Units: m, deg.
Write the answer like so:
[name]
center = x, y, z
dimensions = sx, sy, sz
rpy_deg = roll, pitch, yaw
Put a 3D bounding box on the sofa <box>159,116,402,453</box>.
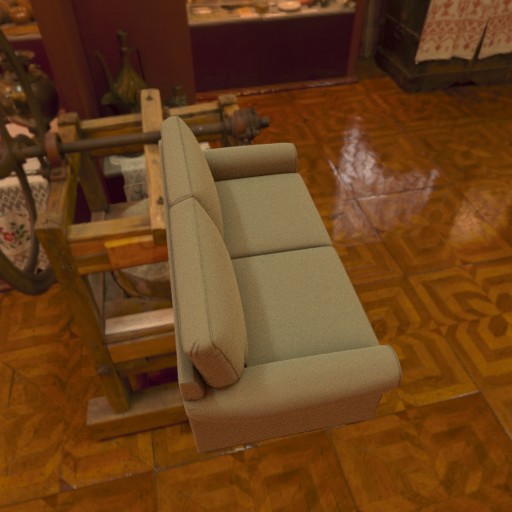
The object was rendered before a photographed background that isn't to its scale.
[sofa]
center = 0.000, 0.000, 2.505
dimensions = 0.940, 0.952, 1.930
rpy_deg = -8, 46, -8
